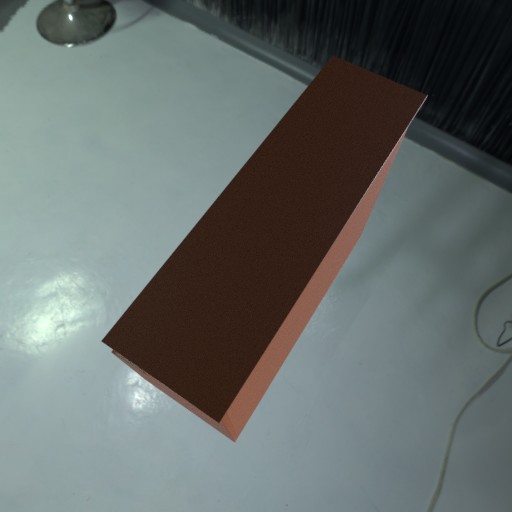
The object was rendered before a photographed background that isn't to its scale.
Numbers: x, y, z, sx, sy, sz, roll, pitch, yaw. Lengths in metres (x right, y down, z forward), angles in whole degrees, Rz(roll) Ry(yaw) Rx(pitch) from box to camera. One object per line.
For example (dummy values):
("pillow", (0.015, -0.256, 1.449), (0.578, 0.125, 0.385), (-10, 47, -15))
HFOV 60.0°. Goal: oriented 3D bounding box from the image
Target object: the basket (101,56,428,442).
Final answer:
("basket", (0.000, 0.000, 1.135), (0.376, 0.625, 0.792), (30, 67, 14))
